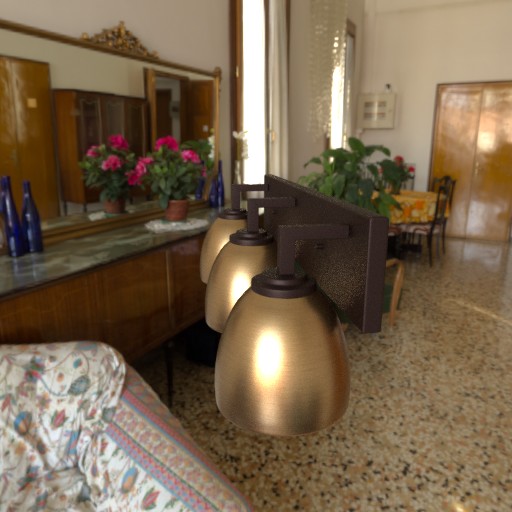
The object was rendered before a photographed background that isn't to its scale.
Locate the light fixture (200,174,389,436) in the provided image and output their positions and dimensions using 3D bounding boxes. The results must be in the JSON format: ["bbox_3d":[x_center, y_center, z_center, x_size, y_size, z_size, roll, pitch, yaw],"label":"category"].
[{"bbox_3d":[0.000,0.000,0.668,0.157,0.204,0.582,-2,15,-9],"label":"light fixture"}]
